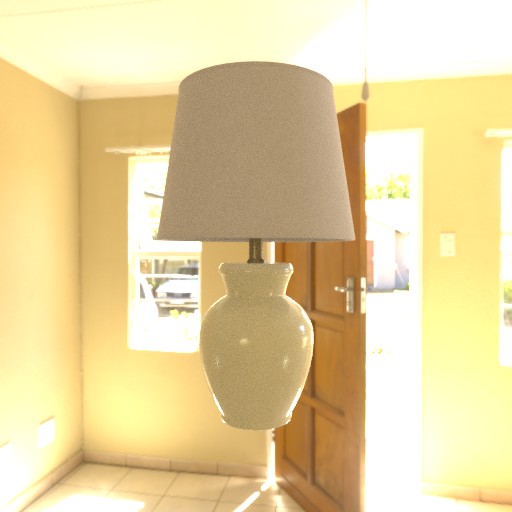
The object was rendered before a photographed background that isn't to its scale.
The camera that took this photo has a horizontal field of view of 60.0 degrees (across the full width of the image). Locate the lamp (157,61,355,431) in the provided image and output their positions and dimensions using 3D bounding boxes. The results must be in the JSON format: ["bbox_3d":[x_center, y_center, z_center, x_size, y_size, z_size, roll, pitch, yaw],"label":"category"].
[{"bbox_3d":[0.000,0.000,0.547,0.239,0.399,0.239,0,1,0],"label":"lamp"}]
